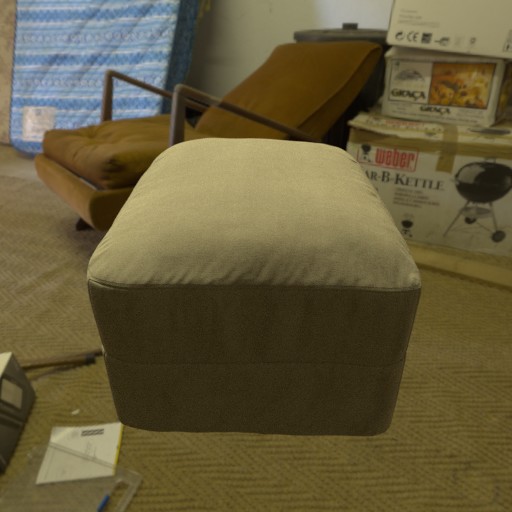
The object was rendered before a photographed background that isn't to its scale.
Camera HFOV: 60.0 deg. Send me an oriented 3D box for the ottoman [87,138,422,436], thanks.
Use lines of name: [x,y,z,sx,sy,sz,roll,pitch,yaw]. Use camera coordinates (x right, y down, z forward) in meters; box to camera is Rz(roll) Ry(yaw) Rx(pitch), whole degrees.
ottoman: [0.000,0.000,1.061,0.584,0.480,0.712,0,30,0]
